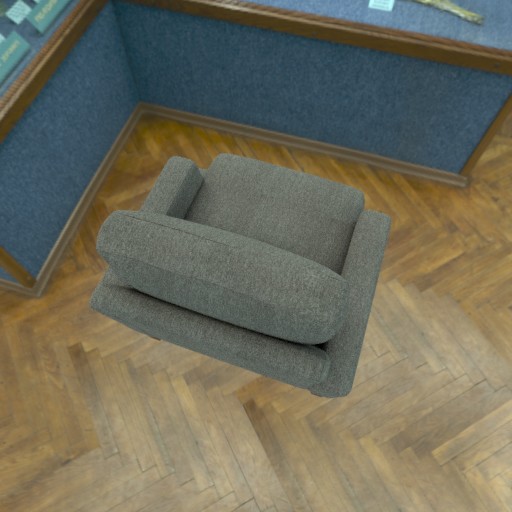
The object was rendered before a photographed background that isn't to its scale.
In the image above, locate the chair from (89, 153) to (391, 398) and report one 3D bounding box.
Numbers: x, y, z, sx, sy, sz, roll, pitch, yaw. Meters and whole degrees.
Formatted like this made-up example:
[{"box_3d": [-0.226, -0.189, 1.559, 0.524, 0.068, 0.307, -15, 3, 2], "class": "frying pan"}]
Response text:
[{"box_3d": [0.000, 0.000, 1.626, 0.855, 0.993, 0.897, 17, 63, 9], "class": "chair"}]
